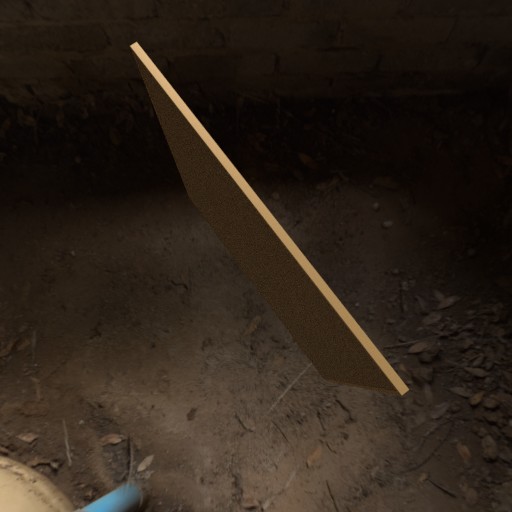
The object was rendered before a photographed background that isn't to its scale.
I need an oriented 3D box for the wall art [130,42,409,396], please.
[{"bbox_3d":[0.000,0.000,0.957,0.014,0.655,0.657,-35,79,-8],"label":"wall art"}]
